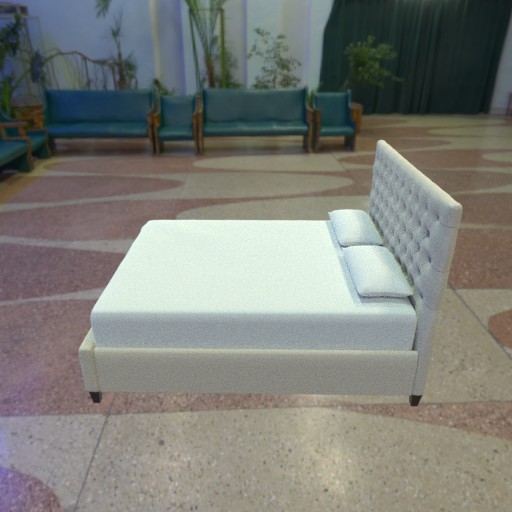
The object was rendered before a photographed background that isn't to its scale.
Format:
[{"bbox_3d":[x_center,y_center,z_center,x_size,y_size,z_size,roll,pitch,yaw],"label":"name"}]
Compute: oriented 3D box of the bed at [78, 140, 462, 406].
[{"bbox_3d":[0.000,0.000,3.390,2.233,1.426,1.696,0,26,1],"label":"bed"}]
